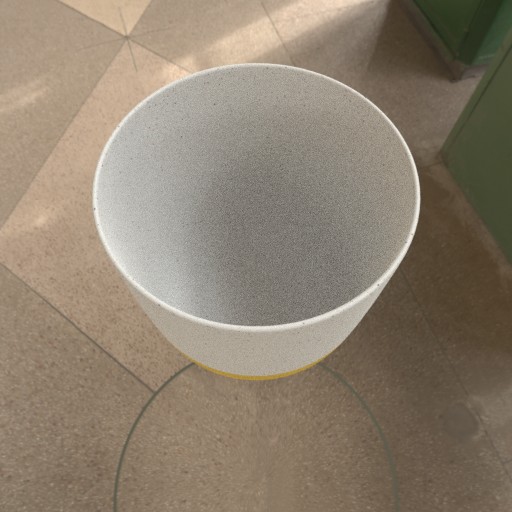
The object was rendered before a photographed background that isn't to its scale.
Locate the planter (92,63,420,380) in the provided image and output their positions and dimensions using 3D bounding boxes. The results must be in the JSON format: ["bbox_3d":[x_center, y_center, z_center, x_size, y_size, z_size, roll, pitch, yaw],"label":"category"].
[{"bbox_3d":[0.000,0.000,0.360,0.195,0.214,0.195,0,63,0],"label":"planter"}]
